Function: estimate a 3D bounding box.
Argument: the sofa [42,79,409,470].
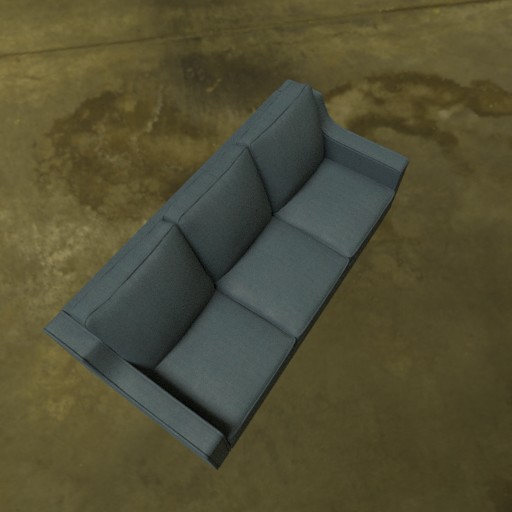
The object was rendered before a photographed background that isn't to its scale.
[{"bbox_3d":[0.000,0.000,2.494,0.911,0.974,1.986,31,64,17],"label":"sofa"}]
